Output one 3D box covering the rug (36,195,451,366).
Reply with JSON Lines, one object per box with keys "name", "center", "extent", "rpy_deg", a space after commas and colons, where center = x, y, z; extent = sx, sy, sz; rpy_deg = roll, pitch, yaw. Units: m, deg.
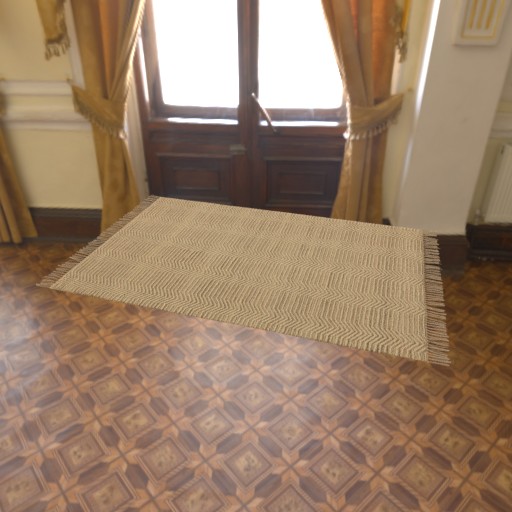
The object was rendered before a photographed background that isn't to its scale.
{"name": "rug", "center": [0.000, 0.000, 2.529], "extent": [2.021, 0.027, 1.224], "rpy_deg": [9, 32, 14]}
